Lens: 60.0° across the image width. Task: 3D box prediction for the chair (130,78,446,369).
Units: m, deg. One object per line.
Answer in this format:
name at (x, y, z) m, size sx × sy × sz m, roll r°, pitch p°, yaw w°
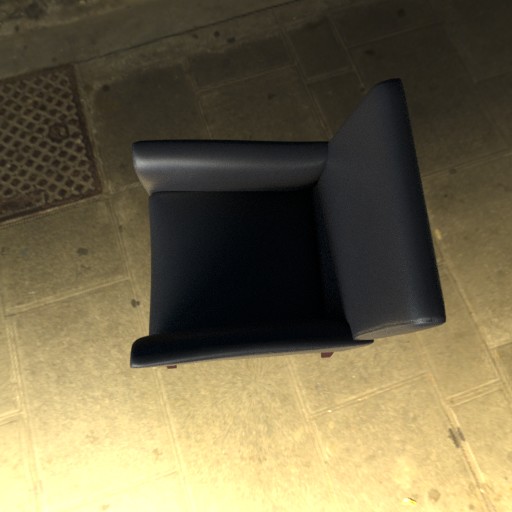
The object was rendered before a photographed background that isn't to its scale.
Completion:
chair at (0.000, 0.000, 1.462) m, size 0.772 × 0.951 × 0.683 m, roll -4°, pitch 74°, yaw -1°
